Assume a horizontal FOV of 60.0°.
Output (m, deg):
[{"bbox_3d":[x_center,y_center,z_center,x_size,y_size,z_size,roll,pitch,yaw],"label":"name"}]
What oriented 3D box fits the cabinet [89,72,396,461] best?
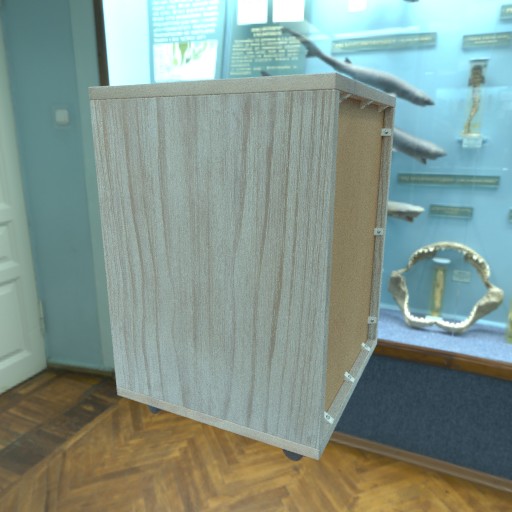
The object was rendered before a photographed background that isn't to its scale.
[{"bbox_3d":[0.000,0.000,0.838,0.401,0.579,0.409,7,17,25],"label":"cabinet"}]
